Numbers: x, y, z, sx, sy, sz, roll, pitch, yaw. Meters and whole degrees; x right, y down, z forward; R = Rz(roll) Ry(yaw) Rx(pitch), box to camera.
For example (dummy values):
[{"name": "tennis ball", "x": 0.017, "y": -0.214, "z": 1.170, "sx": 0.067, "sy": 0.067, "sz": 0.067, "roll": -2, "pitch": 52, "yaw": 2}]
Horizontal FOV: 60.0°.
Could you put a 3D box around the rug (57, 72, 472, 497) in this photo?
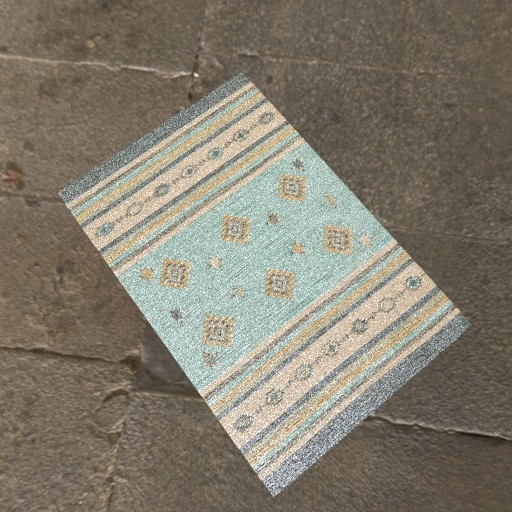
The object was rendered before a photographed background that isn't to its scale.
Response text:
[{"name": "rug", "x": 0.000, "y": 0.000, "z": 2.215, "sx": 1.212, "sy": 0.010, "sz": 1.811, "roll": -37, "pitch": 77, "yaw": -10}]
